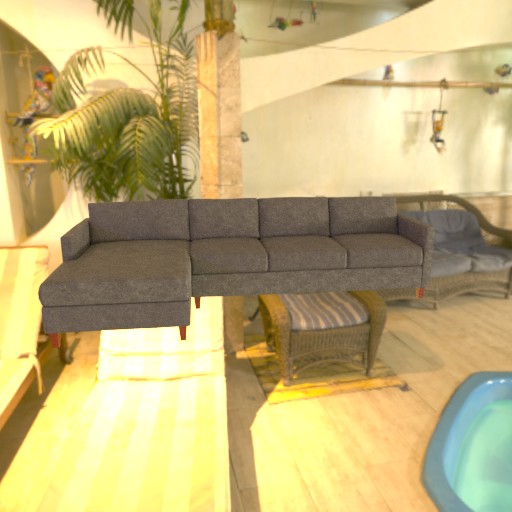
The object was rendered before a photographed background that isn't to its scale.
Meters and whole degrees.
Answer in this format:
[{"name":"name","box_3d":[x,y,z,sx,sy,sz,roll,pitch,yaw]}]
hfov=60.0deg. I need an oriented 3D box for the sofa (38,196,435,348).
[{"name":"sofa","box_3d":[0.000,0.000,4.232,3.471,0.954,1.606,-2,15,-7]}]
